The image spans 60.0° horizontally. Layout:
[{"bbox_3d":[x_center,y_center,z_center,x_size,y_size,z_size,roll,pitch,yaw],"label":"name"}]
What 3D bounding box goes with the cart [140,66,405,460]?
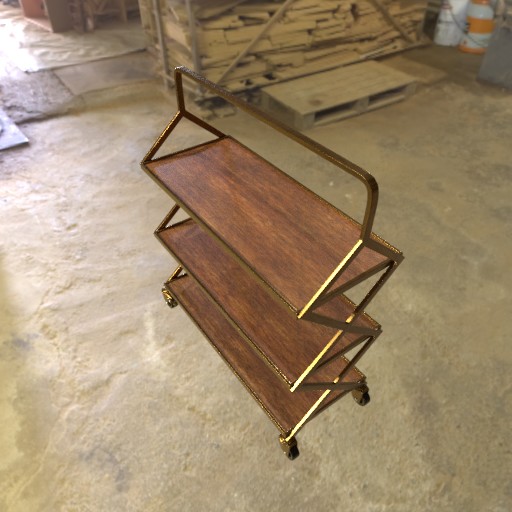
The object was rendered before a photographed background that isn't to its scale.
[{"bbox_3d":[0.000,0.000,1.185,0.313,0.805,0.723,-26,48,-26],"label":"cart"}]
